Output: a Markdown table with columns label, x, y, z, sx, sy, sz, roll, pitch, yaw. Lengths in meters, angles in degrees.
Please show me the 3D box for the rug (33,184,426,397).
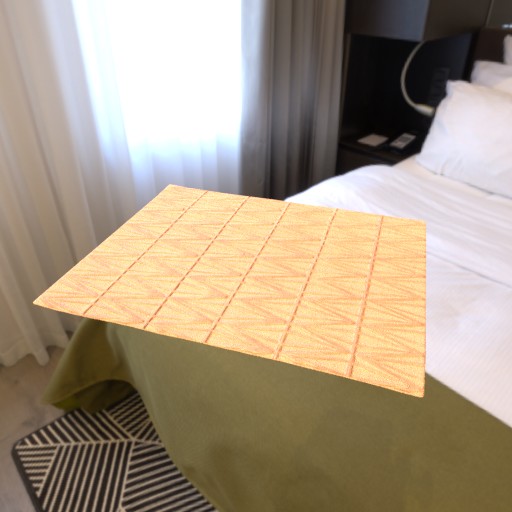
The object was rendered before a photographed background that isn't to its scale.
| label | x | y | z | sx | sy | sz | roll | pitch | yaw |
| --- | --- | --- | --- | --- | --- | --- | --- | --- | --- |
| rug | 0.000 | 0.000 | 4.179 | 3.052 | 0.043 | 2.453 | 10 | 35 | 15 |
